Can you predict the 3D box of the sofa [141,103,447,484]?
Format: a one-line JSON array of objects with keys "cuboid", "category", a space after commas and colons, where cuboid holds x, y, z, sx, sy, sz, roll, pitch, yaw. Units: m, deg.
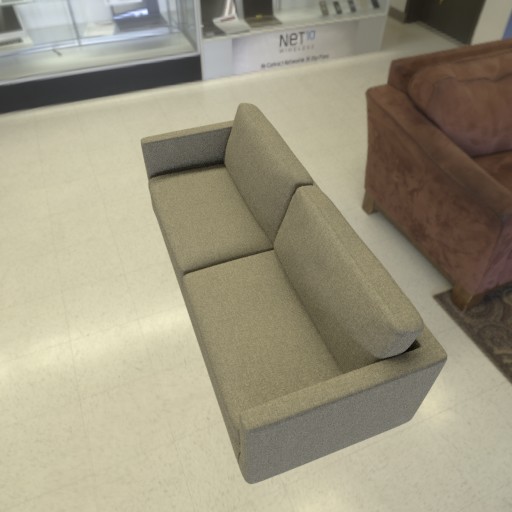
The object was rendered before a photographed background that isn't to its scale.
[{"cuboid": [0.000, 0.000, 2.659, 0.956, 0.960, 2.208, -15, 48, -14], "category": "sofa"}]
